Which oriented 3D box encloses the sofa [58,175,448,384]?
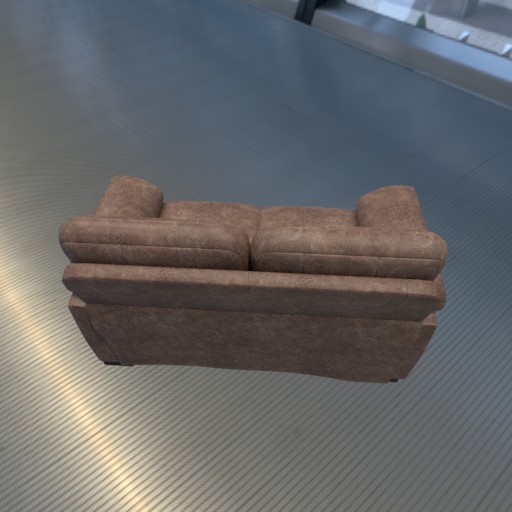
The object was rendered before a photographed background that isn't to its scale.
[{"bbox_3d":[0.000,0.000,2.306,1.753,0.991,0.991,3,46,3],"label":"sofa"}]
